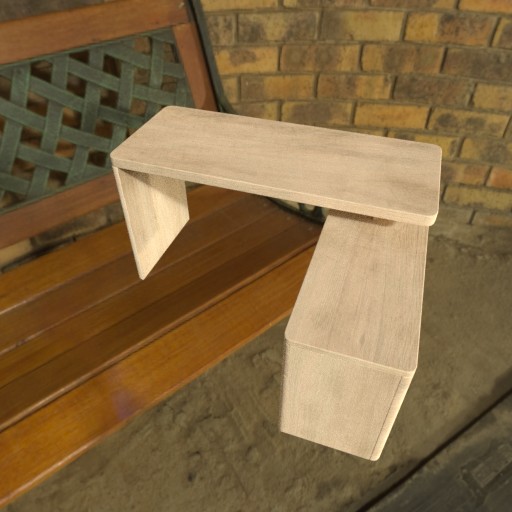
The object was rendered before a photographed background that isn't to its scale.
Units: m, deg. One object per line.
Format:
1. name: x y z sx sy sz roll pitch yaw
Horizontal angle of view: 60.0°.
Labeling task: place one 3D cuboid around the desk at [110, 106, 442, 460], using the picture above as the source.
1. desk: 0.000 0.000 2.039 1.400 0.770 1.175 13 43 14
